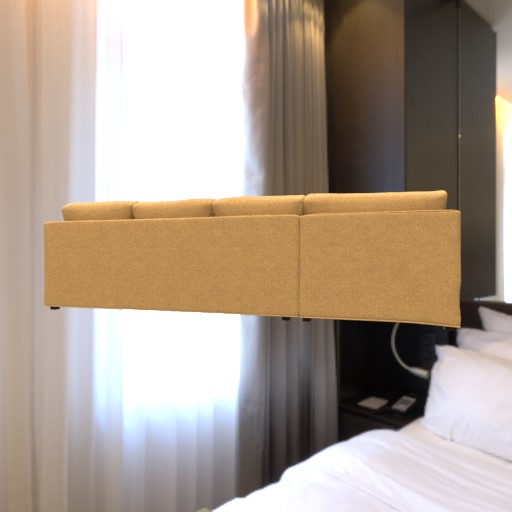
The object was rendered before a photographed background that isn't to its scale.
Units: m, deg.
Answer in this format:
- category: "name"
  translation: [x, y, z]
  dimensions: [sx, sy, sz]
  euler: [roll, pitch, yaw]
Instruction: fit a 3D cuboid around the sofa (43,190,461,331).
- category: "sofa"
  translation: [0.000, 0.000, 3.954]
  dimensions: [3.198, 0.920, 1.638]
  euler: [0, 0, 18]
